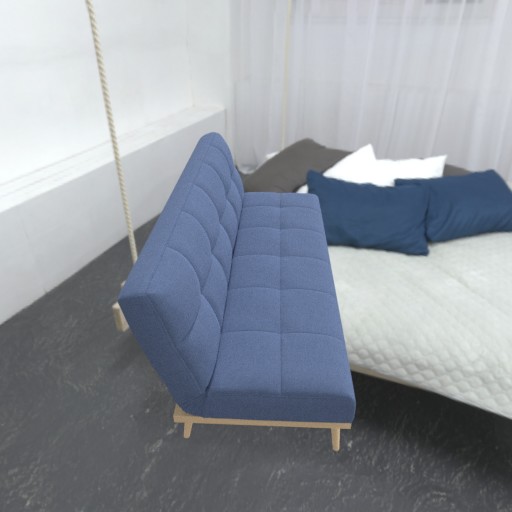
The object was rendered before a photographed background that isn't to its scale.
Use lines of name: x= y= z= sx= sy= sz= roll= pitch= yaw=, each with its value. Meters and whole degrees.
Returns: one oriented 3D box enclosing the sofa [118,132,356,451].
sofa: x=0.000 y=0.000 z=2.294 sx=0.796 sy=0.800 sz=1.800 roll=1 pitch=31 yaw=2
